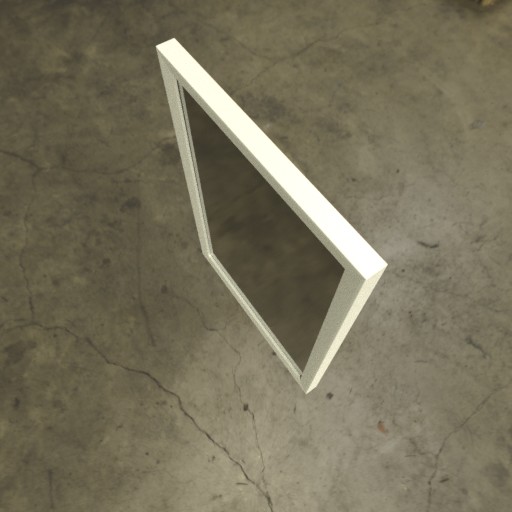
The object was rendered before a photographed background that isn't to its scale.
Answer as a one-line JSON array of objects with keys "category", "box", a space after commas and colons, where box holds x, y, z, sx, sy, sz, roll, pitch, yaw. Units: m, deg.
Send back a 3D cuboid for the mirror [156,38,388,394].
[{"category": "mirror", "box": [0.000, 0.000, 0.938, 0.040, 0.710, 0.507, -32, 67, -16]}]
